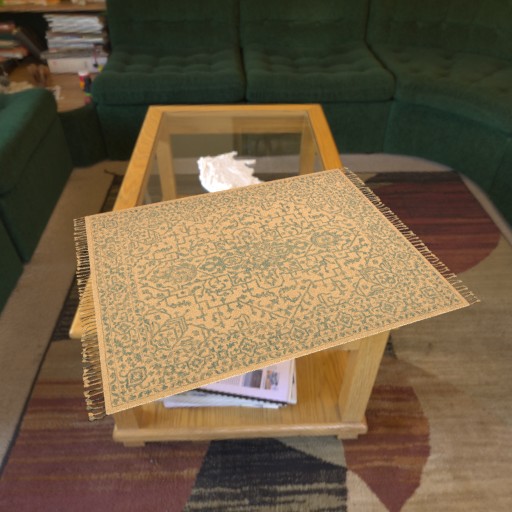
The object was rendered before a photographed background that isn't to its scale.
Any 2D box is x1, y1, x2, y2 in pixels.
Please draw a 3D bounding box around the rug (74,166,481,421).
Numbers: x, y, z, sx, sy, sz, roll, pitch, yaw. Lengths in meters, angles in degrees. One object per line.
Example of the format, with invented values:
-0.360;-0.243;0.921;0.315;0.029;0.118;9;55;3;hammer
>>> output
0.000;0.000;4.295;3.327;0.010;2.464;-13;43;-15;rug
